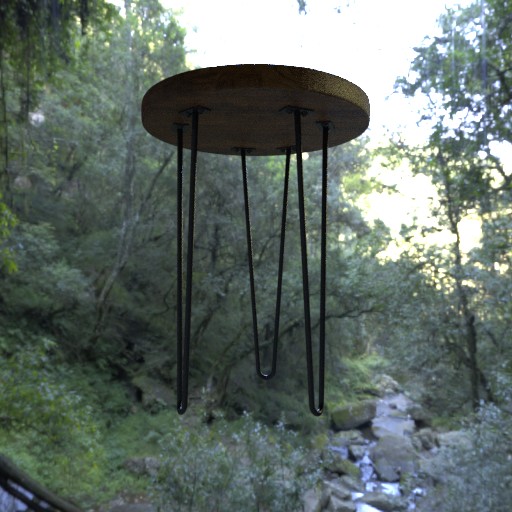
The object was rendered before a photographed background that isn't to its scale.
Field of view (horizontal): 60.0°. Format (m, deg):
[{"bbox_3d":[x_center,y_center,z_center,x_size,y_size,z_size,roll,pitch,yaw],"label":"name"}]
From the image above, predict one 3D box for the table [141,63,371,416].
[{"bbox_3d":[0.000,0.000,0.796,0.400,0.520,0.400,0,0,0],"label":"table"}]
